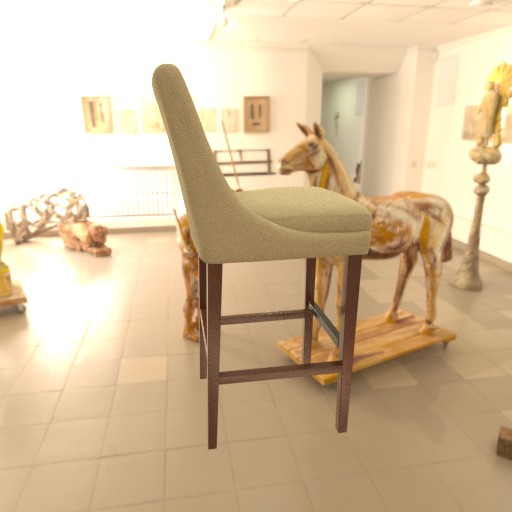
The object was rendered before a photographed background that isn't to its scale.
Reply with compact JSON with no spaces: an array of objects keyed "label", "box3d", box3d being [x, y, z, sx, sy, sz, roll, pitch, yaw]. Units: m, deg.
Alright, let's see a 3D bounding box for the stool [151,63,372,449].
[{"label":"stool","box3d":[0.000,0.000,1.404,0.577,1.078,0.470,-3,17,-10]}]
